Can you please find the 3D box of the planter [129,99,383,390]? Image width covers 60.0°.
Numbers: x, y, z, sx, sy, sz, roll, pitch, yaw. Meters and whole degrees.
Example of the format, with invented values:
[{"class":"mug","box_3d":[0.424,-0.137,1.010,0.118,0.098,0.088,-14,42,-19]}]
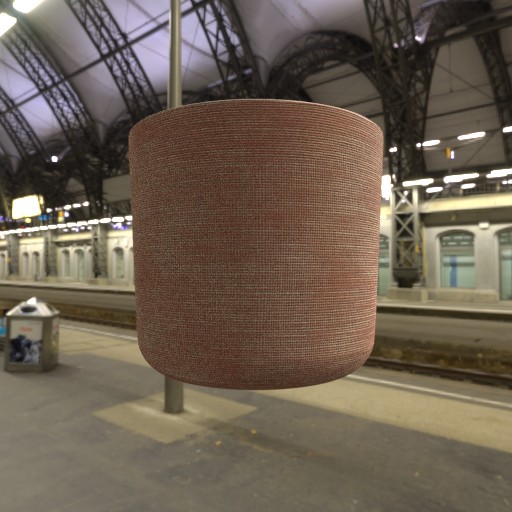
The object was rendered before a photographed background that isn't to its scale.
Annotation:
[{"class":"planter","box_3d":[0.000,0.000,0.791,0.440,0.398,0.440,0,-2,0]}]
